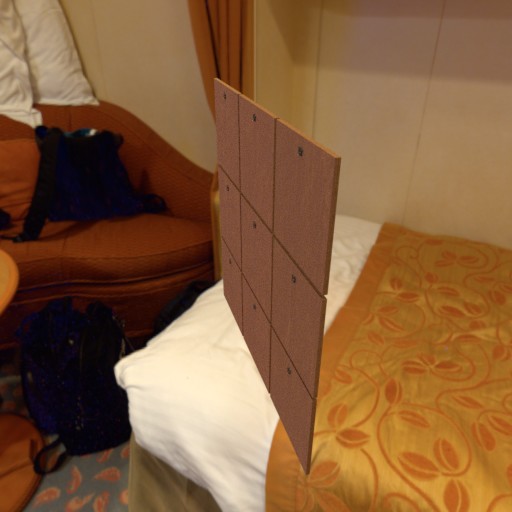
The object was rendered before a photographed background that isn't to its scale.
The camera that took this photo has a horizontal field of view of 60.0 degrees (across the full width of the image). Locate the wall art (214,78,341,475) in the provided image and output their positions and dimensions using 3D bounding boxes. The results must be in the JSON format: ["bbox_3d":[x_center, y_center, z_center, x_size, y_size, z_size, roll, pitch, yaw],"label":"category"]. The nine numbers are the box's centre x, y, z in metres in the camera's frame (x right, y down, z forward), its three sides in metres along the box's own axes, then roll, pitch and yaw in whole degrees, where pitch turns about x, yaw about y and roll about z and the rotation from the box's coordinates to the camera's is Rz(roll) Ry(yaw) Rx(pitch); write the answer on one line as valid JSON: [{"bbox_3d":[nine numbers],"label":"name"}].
[{"bbox_3d":[0.000,0.000,1.385,0.018,0.913,0.915,-9,32,-16],"label":"wall art"}]
